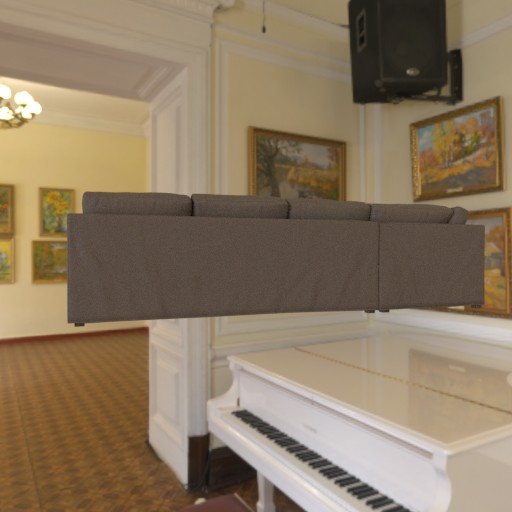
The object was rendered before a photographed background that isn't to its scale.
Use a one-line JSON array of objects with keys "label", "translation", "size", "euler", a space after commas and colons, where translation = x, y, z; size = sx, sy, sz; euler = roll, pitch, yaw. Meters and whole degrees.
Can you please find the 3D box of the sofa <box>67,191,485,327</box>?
[{"label": "sofa", "translation": [0.000, 0.000, 4.272], "size": [3.182, 0.871, 2.432], "euler": [0, 0, -18]}]
